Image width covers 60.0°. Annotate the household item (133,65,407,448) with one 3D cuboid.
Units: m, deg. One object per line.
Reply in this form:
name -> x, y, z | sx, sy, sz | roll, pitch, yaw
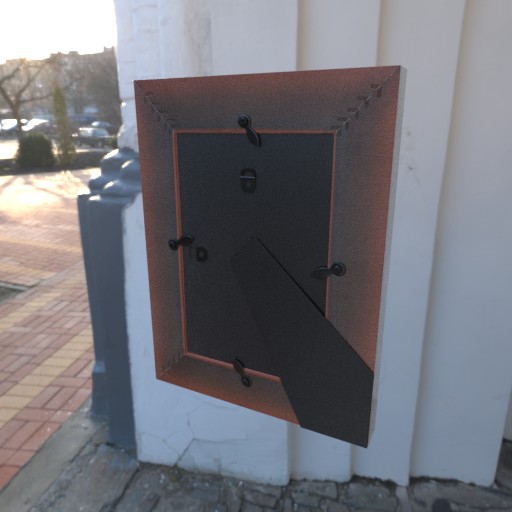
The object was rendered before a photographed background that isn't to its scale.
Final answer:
household item -> 0.000, 0.000, 0.285 | 0.165, 0.216, 0.025 | 8, 19, 26
